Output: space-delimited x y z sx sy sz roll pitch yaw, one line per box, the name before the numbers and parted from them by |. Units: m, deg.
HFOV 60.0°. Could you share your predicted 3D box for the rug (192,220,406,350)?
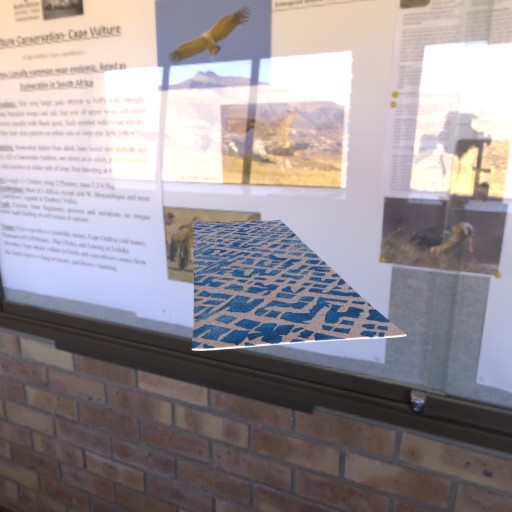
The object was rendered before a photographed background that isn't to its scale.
rug | 0.000 0.000 2.708 0.768 0.011 2.446 -2 15 -8
